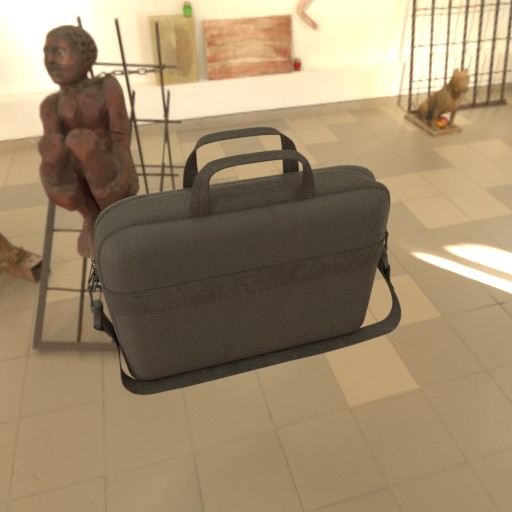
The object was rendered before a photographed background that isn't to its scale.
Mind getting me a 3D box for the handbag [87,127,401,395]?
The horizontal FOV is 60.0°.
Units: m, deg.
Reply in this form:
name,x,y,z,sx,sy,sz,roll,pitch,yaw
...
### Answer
name,x,y,z,sx,sy,sz,roll,pitch,yaw
handbag,0.000,0.000,0.431,0.320,0.244,0.089,-11,41,-12
